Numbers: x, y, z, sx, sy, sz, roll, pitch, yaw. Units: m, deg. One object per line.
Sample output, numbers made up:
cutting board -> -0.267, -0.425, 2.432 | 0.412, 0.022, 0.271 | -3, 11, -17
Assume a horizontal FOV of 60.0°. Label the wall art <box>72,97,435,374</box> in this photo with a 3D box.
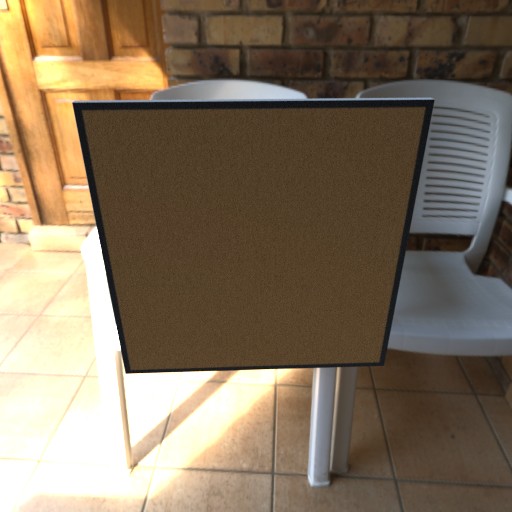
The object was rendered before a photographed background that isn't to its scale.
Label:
wall art -> 0.000, 0.000, 1.190 | 0.805, 0.803, 0.022 | -1, 30, -2
